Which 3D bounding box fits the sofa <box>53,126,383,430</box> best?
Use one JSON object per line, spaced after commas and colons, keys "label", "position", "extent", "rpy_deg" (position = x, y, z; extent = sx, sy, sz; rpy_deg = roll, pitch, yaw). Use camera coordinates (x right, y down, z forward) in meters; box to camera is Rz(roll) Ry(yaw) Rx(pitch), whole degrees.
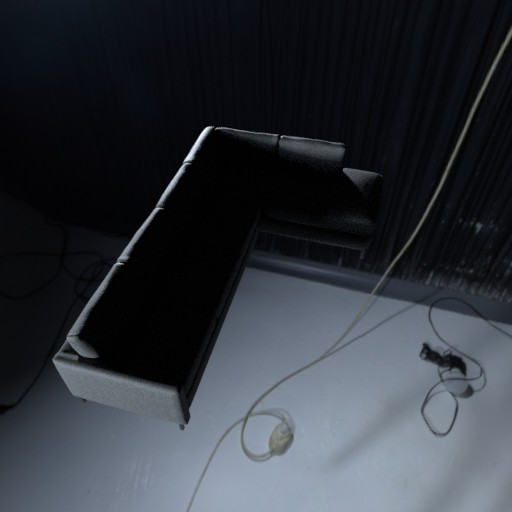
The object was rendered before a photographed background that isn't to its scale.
{"label": "sofa", "position": [0.000, 0.000, 3.850], "extent": [1.984, 0.858, 2.972], "rpy_deg": [11, 46, 11]}
